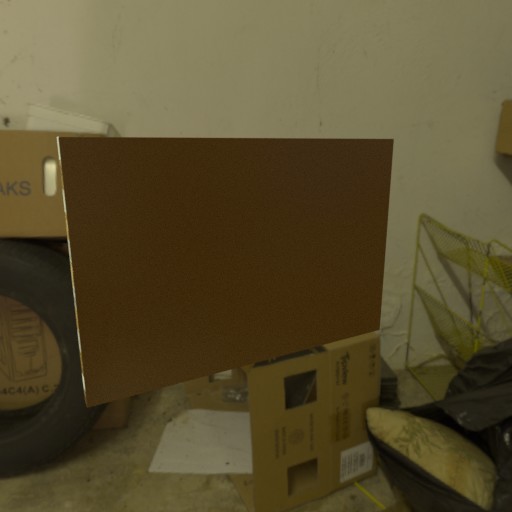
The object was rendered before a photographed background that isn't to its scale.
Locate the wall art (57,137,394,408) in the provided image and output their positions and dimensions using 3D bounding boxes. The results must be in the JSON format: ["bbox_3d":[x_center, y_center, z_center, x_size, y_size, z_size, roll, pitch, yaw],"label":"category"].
[{"bbox_3d":[0.000,0.000,1.481,1.145,0.762,0.041,-8,16,-28],"label":"wall art"}]
